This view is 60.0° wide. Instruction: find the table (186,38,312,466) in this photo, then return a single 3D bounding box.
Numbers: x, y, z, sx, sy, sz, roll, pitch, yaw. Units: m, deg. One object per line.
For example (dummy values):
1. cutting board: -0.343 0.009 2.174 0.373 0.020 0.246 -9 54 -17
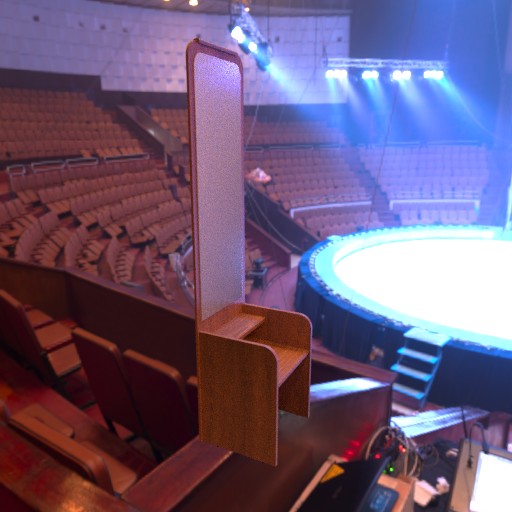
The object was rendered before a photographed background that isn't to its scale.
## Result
1. table: 0.000 0.000 2.055 0.420 1.830 0.450 7 16 26
